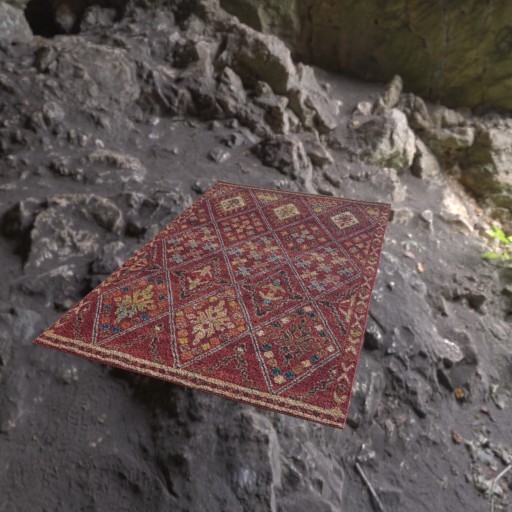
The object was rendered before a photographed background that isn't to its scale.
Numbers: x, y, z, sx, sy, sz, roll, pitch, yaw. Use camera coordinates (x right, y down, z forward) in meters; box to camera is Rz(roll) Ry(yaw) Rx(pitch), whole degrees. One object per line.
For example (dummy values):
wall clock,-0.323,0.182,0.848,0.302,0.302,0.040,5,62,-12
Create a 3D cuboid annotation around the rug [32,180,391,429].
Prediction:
rug,0.000,0.000,2.863,1.521,0.026,2.286,10,32,17
